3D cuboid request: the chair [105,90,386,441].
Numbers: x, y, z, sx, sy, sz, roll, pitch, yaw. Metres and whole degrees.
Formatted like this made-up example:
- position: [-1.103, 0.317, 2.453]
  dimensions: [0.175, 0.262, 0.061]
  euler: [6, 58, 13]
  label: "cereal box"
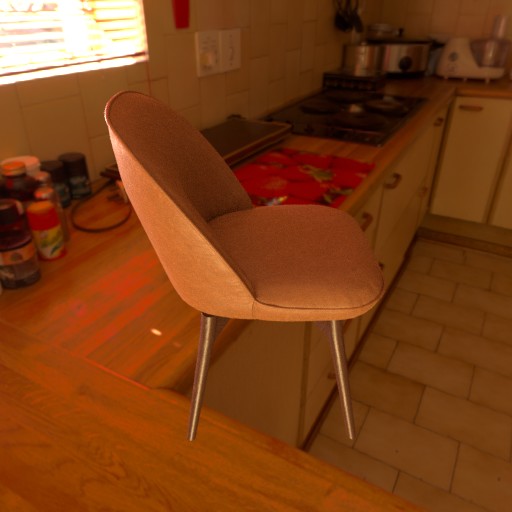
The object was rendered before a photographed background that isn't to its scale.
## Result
- position: [0.000, 0.000, 1.191]
  dimensions: [0.631, 0.831, 0.521]
  euler: [0, 31, -1]
  label: "chair"
